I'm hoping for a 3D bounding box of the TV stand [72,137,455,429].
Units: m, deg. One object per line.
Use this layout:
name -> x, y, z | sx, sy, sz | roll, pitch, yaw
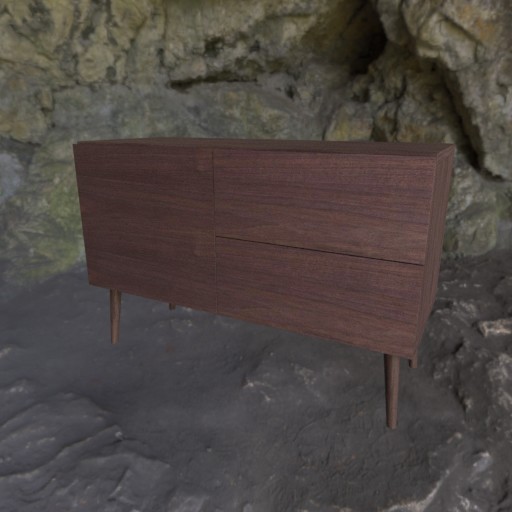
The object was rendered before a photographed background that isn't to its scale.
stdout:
TV stand -> 0.000, 0.000, 1.329 | 0.990, 0.660, 0.405 | 9, 19, 27
